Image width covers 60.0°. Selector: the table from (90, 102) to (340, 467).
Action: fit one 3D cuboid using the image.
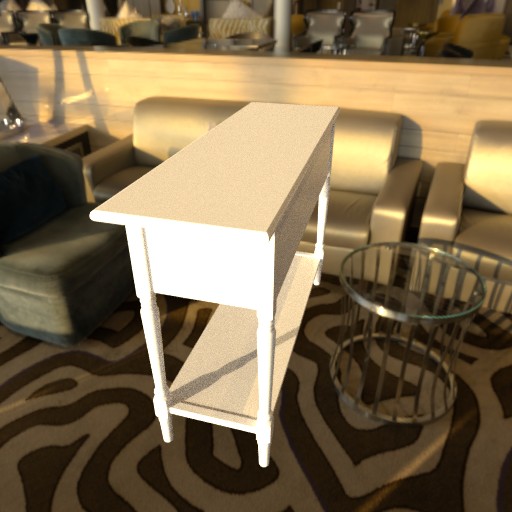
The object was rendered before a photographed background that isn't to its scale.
[{"bbox_3d":[0.000,0.000,1.571,0.386,0.814,1.191,8,31,14],"label":"table"}]
